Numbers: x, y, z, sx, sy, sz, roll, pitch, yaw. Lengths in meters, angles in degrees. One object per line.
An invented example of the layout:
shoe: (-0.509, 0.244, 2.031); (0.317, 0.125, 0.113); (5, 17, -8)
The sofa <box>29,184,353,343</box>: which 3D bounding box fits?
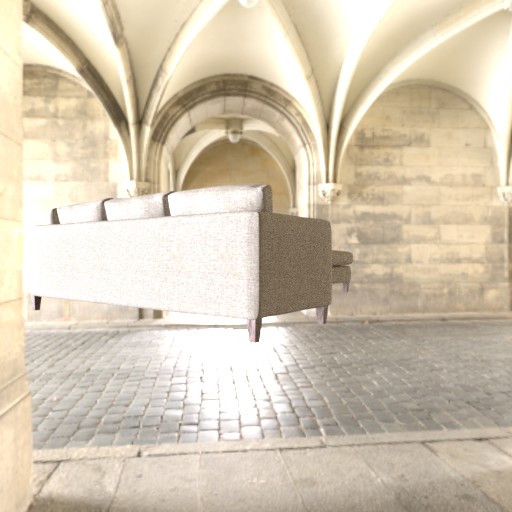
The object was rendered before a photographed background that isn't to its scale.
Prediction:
sofa: (0.000, 0.000, 4.599); (2.593, 0.959, 3.460); (0, 0, 36)
